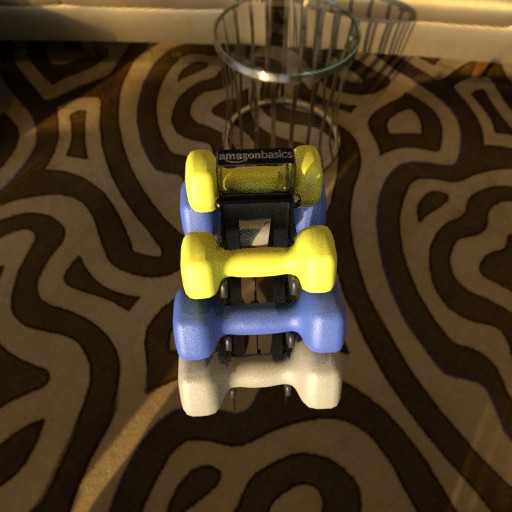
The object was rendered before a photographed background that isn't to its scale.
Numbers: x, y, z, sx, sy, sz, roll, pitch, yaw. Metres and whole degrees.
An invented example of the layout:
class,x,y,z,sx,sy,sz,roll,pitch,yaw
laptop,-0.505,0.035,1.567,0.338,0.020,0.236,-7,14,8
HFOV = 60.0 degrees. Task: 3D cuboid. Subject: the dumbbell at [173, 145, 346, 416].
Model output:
class,x,y,z,sx,sy,sz,roll,pitch,yaw
dumbbell,0.000,0.000,0.694,0.261,0.426,0.416,-2,58,-1
